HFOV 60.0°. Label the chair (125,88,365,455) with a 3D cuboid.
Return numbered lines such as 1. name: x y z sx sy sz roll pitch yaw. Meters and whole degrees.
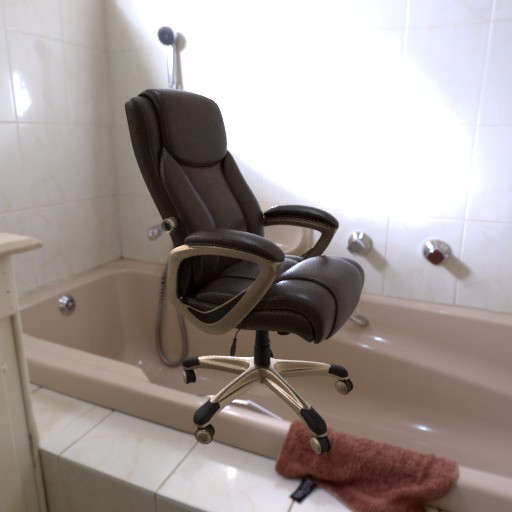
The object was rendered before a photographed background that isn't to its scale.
1. chair: 0.000 0.000 1.650 0.749 1.194 0.692 7 16 26
